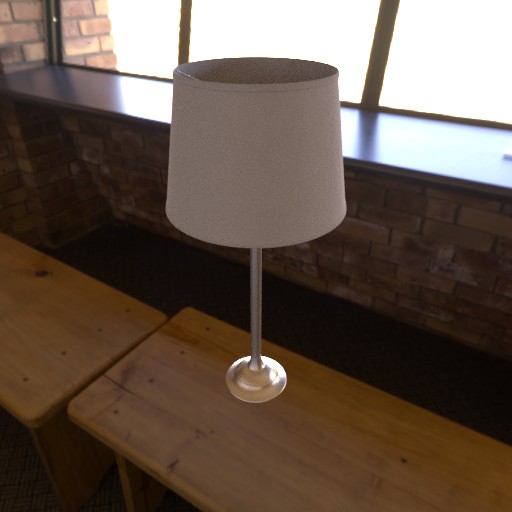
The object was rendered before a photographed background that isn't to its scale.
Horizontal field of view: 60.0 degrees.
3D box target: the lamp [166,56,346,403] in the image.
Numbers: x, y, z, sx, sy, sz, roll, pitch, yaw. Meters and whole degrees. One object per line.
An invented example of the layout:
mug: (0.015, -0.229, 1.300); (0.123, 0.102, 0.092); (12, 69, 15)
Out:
lamp: (0.000, 0.000, 0.885); (0.331, 0.698, 0.331); (0, 32, 0)
